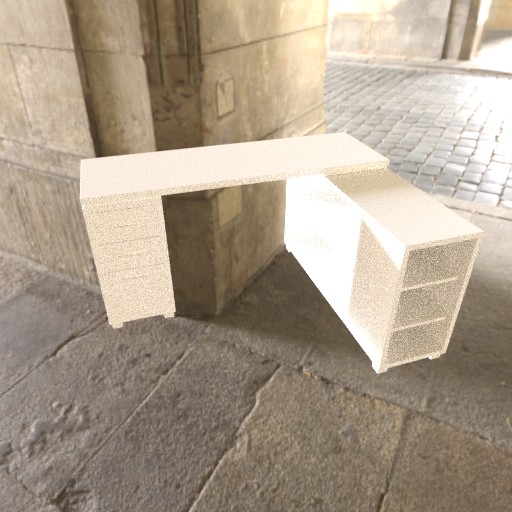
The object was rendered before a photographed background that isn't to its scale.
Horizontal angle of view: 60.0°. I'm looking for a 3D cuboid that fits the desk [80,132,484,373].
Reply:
[{"bbox_3d":[0.000,0.000,2.227,1.524,0.759,1.199,-10,34,-15],"label":"desk"}]
